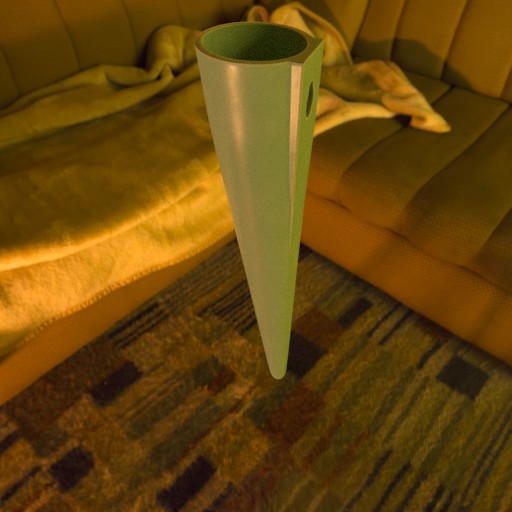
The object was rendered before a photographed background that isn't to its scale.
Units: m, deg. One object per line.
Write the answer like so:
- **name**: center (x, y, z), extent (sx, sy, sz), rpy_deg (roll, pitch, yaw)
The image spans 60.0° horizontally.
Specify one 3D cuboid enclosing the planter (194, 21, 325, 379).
- **planter**: center (0.000, 0.000, 0.290), extent (0.055, 0.268, 0.054), rpy_deg (16, 46, 16)
